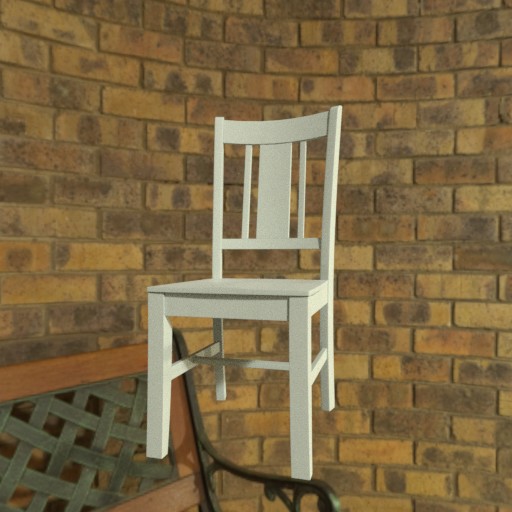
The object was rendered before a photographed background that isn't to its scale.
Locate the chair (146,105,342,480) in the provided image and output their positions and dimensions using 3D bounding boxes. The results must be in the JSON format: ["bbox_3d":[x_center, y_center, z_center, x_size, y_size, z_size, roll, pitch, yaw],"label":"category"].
[{"bbox_3d":[0.000,0.000,1.299,0.450,0.998,0.555,0,0,16],"label":"chair"}]
